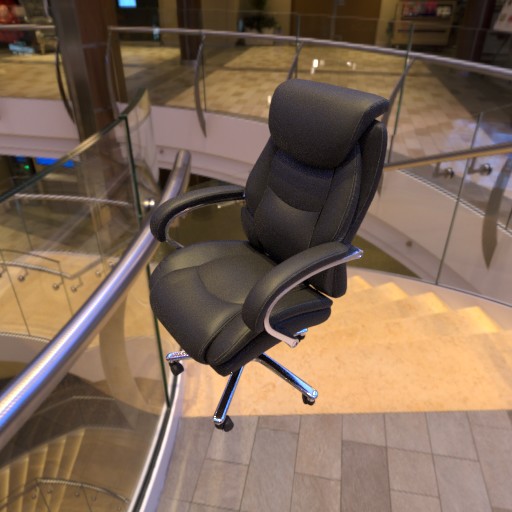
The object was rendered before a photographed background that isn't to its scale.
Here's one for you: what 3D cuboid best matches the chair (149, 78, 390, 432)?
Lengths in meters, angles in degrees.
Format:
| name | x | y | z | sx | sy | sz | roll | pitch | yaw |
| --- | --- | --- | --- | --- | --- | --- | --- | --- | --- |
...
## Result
| name | x | y | z | sx | sy | sz | roll | pitch | yaw |
| --- | --- | --- | --- | --- | --- | --- | --- | --- | --- |
| chair | 0.000 | 0.000 | 1.725 | 0.790 | 1.183 | 0.755 | -21 | 37 | -30 |
